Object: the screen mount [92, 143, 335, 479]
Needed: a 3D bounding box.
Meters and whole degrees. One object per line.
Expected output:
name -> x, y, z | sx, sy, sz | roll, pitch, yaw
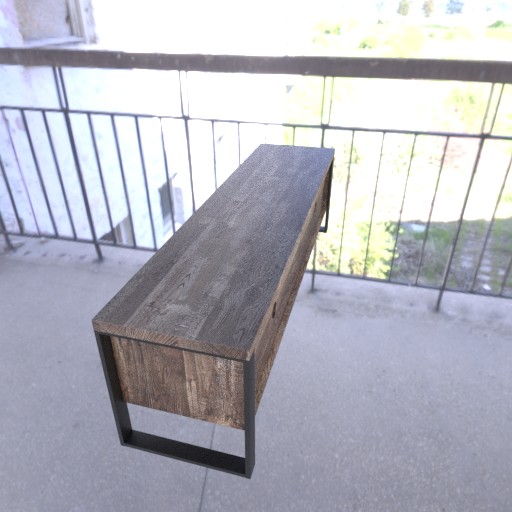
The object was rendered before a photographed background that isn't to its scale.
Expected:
screen mount -> 0.000, 0.000, 1.738 | 0.395, 0.450, 1.524 | 8, 31, 13
